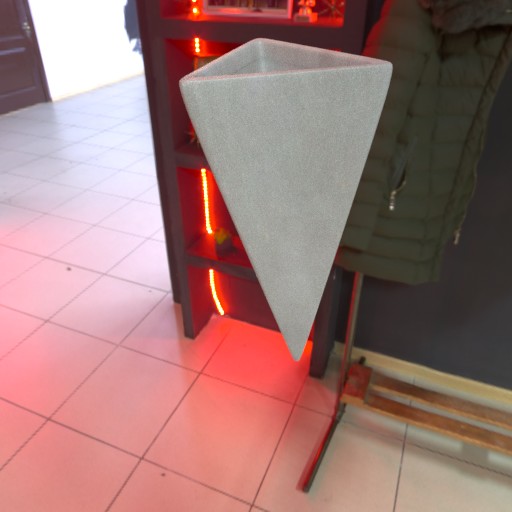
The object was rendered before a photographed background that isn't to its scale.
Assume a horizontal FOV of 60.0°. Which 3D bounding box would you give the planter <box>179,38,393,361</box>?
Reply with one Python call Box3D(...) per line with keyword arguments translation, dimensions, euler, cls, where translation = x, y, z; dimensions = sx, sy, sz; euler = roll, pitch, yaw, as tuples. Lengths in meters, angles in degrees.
Box3D(translation=(0.000, 0.000, 0.155), dimensions=(0.047, 0.130, 0.058), euler=(-21, 38, -29), cls="planter")
